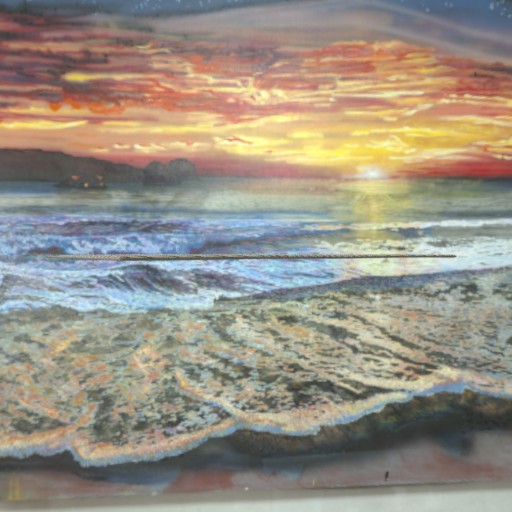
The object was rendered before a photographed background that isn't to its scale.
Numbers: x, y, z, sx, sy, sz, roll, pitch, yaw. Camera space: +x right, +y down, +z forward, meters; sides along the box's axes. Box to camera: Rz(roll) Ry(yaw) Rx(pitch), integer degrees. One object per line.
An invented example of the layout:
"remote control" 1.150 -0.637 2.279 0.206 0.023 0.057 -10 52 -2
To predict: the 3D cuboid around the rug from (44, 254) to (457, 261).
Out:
"rug" 0.000 0.000 3.050 2.406 0.023 1.539 0 0 -36
